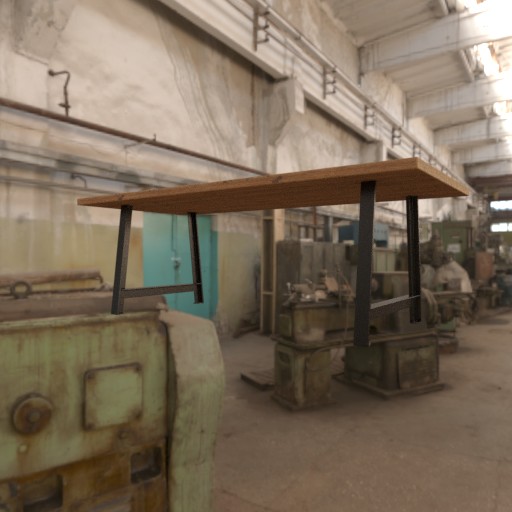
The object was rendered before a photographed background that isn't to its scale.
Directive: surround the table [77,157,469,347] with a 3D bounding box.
[{"bbox_3d":[0.000,0.000,2.700,2.200,0.757,1.000,0,0,36],"label":"table"}]
